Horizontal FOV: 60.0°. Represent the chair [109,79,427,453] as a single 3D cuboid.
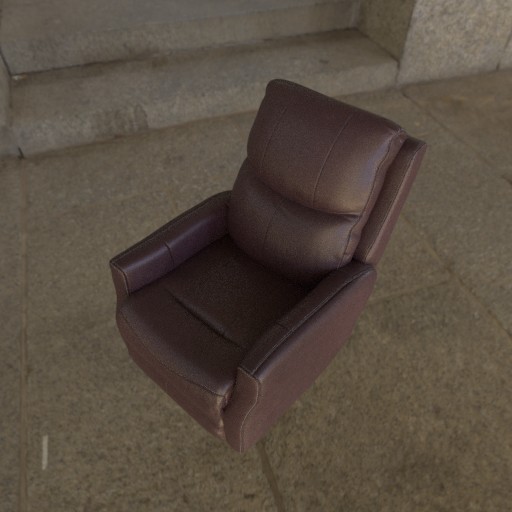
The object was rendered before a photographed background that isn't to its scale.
[{"bbox_3d":[0.000,0.000,1.761,0.829,1.030,1.080,33,55,27],"label":"chair"}]
